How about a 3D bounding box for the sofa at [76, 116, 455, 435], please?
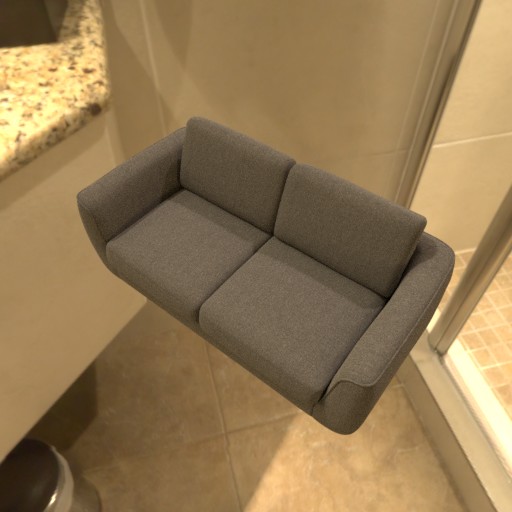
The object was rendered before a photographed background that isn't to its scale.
[{"bbox_3d":[0.000,0.000,2.230,1.700,0.870,0.920,30,55,24],"label":"sofa"}]
